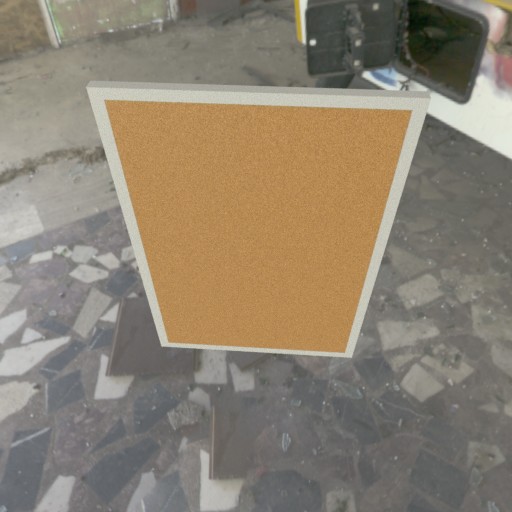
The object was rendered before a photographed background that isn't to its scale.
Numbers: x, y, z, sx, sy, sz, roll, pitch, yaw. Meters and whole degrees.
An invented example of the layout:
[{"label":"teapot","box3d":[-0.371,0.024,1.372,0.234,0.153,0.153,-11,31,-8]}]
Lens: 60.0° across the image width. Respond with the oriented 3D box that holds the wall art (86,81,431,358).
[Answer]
[{"label":"wall art","box3d":[0.000,0.000,0.551,0.303,0.433,0.013,3,47,3]}]
